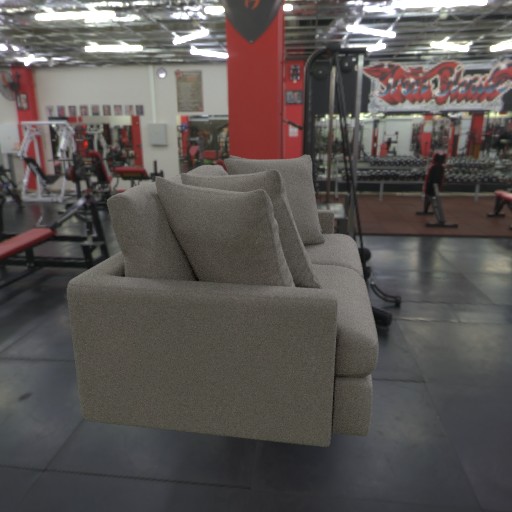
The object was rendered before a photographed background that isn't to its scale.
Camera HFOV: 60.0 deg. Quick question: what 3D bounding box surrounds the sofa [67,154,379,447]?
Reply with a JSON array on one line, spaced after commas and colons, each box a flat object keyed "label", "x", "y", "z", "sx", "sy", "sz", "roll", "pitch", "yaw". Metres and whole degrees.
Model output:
[{"label": "sofa", "x": 0.000, "y": 0.000, "z": 2.527, "sx": 1.228, "sy": 1.080, "sz": 1.869, "roll": 3, "pitch": 16, "yaw": 9}]
